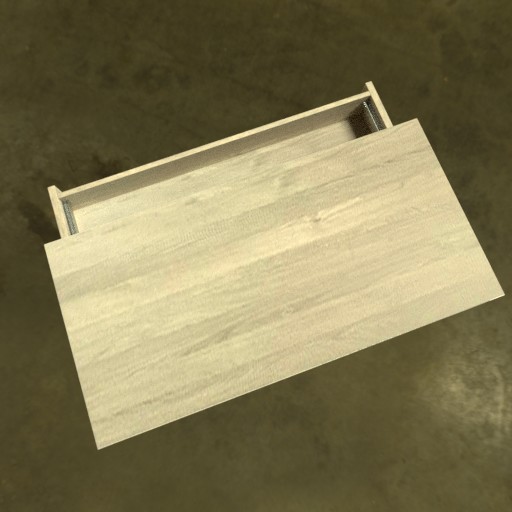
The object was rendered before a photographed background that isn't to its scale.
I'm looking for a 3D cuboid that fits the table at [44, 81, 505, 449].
[{"bbox_3d":[0.000,0.000,1.367,1.000,0.570,0.712,-20,77,-5],"label":"table"}]
